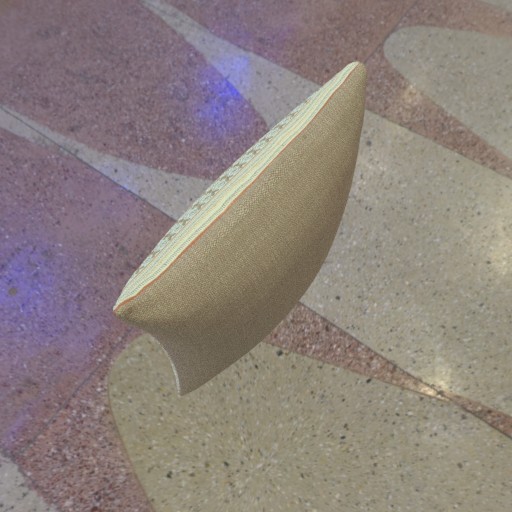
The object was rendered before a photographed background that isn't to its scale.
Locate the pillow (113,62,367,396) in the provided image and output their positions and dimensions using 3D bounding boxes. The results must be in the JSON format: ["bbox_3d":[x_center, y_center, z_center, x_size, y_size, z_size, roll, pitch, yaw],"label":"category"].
[{"bbox_3d":[0.000,0.000,0.803,0.215,0.519,0.521,35,69,16],"label":"pillow"}]
